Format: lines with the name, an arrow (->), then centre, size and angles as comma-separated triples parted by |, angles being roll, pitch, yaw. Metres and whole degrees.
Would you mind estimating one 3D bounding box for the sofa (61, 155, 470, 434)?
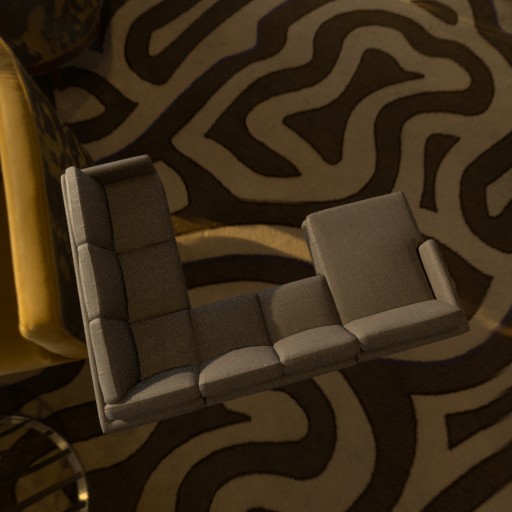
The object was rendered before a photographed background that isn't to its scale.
sofa -> 0.000, 0.000, 4.526 | 3.460, 0.961, 2.594 | -14, 75, -4
